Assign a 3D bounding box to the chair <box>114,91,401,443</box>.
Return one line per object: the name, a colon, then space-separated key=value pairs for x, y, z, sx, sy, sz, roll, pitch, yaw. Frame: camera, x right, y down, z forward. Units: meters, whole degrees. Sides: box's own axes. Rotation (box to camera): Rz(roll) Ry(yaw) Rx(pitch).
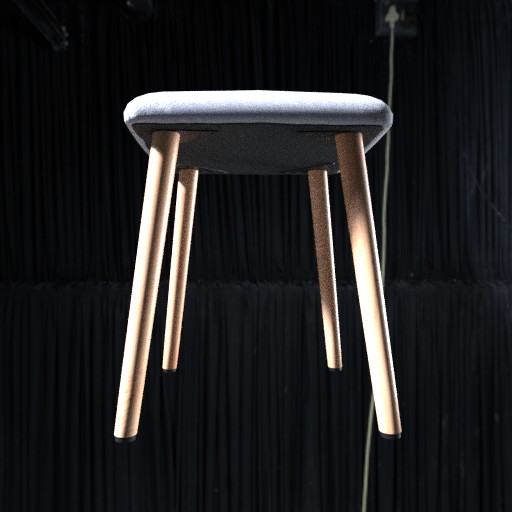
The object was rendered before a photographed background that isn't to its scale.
chair: x=0.000 y=0.000 z=0.698 sx=0.350 sy=0.440 sz=0.350 roll=0 pitch=0 yaw=-2
